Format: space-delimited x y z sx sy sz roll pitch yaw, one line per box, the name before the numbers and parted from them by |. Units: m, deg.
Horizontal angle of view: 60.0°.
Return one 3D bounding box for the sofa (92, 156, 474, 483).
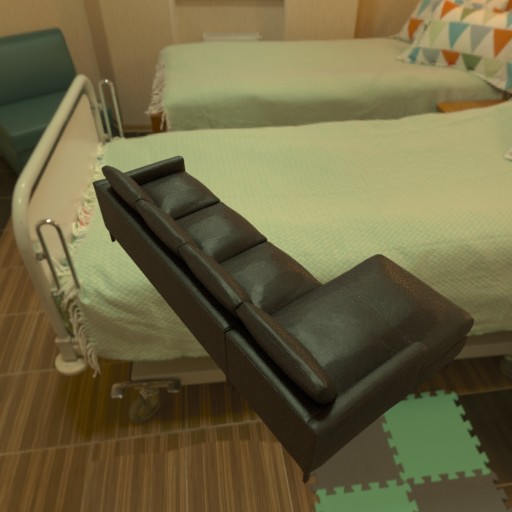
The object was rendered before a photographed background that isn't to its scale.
sofa | 0.000 0.000 3.556 1.471 0.859 2.993 -26 47 -27
